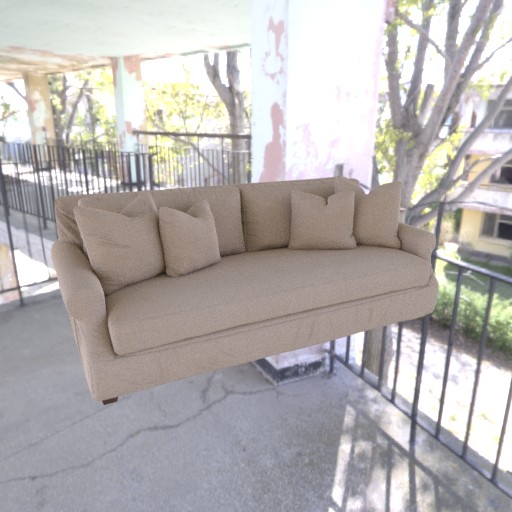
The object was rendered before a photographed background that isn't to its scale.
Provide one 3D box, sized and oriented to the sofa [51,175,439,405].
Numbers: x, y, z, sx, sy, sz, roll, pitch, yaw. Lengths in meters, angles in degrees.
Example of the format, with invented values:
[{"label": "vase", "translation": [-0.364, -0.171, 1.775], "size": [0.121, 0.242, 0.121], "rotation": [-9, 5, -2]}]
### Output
[{"label": "sofa", "translation": [0.000, 0.000, 2.772], "size": [2.285, 0.904, 1.067], "rotation": [-9, 19, -26]}]
